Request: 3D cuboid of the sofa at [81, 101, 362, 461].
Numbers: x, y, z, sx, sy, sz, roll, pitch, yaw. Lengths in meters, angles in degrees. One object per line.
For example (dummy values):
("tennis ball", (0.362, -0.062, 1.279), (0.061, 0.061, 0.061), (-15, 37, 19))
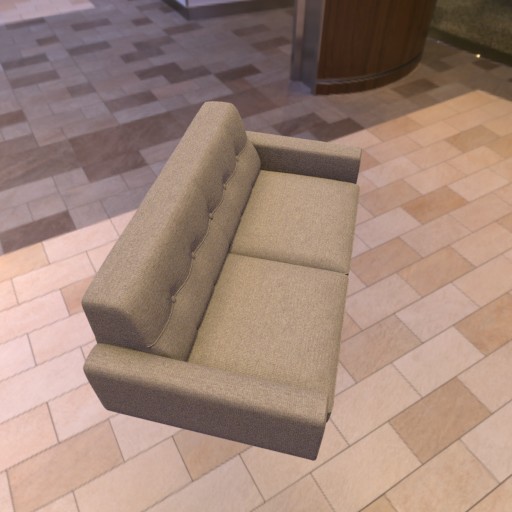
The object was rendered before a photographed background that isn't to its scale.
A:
("sofa", (0.000, 0.000, 2.150), (0.909, 0.841, 1.631), (10, 48, 9))
